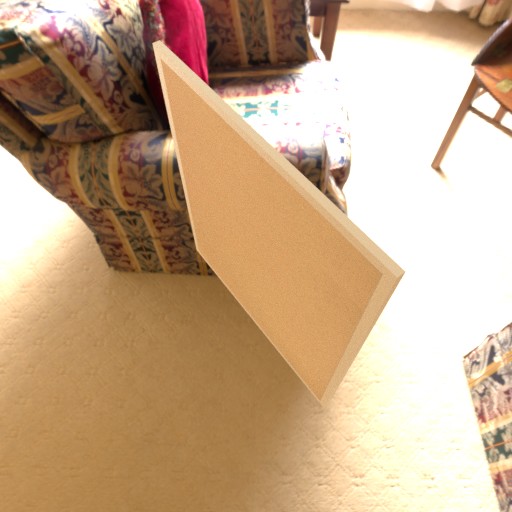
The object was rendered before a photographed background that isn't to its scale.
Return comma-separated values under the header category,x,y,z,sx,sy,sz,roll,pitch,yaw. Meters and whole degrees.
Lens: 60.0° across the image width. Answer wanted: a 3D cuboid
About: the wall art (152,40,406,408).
category,x,y,z,sx,sy,sz,roll,pitch,yaw
wall art,0.000,0.000,0.777,0.012,0.557,0.482,-33,64,-18
